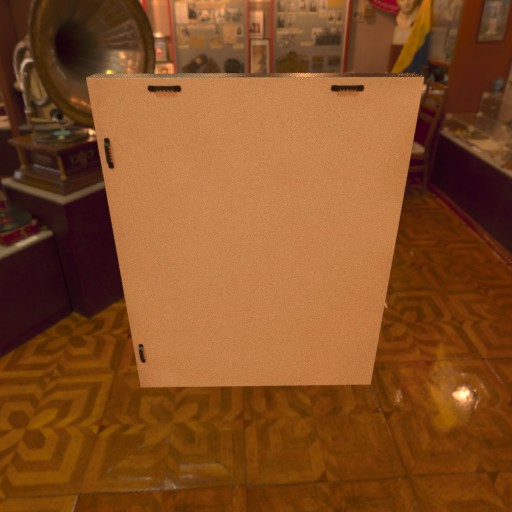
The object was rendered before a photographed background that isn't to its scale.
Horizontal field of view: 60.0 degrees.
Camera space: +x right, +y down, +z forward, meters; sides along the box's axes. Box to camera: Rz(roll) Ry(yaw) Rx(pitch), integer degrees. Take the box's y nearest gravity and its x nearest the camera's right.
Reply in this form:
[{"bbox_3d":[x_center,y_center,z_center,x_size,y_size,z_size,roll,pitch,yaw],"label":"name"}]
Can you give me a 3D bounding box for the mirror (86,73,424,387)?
[{"bbox_3d":[0.000,0.000,0.669,0.406,0.509,0.041,0,30,-1],"label":"mirror"}]
